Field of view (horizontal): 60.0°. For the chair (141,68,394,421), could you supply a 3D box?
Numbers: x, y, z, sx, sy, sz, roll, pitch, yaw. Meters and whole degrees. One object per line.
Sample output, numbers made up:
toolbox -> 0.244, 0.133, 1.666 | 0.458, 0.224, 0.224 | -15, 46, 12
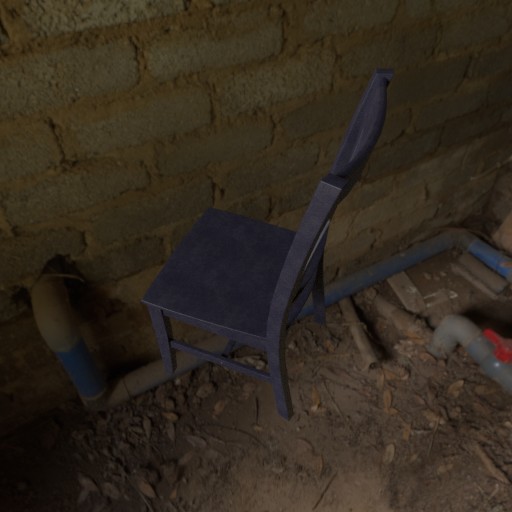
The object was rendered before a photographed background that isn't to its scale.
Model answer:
chair -> 0.000, 0.000, 1.295 | 0.542, 0.983, 0.485 | 16, 49, 15
